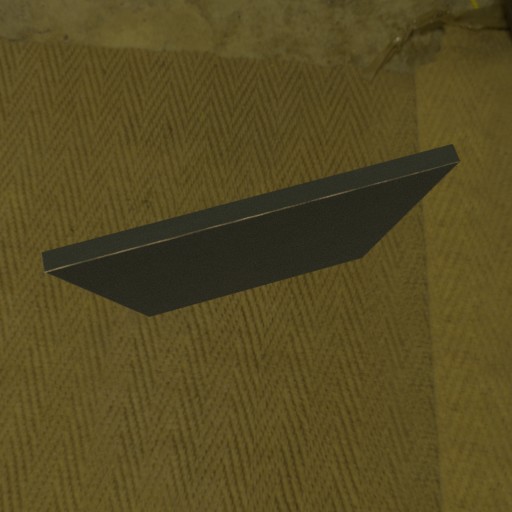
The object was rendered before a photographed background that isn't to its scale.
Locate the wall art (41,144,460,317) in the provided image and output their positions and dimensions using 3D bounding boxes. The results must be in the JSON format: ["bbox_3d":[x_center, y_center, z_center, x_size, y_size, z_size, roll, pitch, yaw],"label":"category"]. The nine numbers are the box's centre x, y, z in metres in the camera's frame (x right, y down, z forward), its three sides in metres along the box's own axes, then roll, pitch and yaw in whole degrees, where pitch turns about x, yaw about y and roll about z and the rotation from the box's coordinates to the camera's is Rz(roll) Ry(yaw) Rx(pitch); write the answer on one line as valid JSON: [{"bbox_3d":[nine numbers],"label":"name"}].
[{"bbox_3d":[0.000,0.000,0.461,0.304,0.303,0.015,-15,77,-4],"label":"wall art"}]
